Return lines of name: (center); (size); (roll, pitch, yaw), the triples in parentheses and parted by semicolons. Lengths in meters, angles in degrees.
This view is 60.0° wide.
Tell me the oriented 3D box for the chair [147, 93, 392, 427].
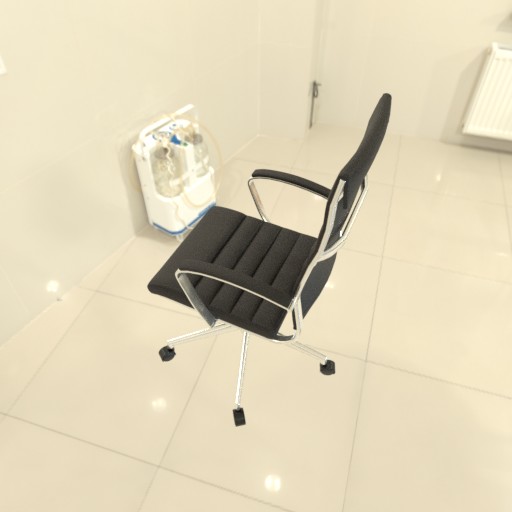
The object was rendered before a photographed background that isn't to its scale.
chair: (0.000, 0.000, 1.595); (0.739, 1.149, 0.766); (18, 48, 17)
